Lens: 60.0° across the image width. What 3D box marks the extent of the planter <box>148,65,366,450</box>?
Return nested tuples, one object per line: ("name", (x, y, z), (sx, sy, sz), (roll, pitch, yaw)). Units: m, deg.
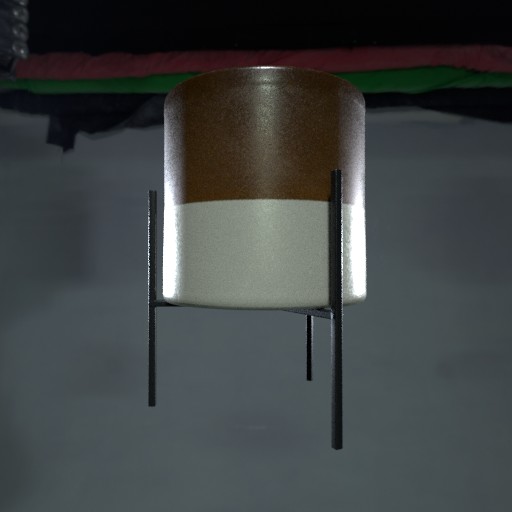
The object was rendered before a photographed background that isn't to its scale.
("planter", (0.000, 0.000, 0.553), (0.269, 0.375, 0.255), (0, -1, 0))
